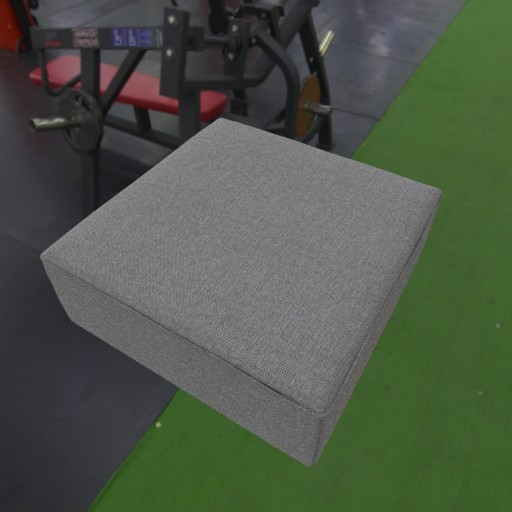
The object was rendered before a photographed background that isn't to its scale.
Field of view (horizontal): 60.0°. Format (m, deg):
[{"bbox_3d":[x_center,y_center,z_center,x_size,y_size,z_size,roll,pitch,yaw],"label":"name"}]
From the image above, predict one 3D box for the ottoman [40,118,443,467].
[{"bbox_3d":[0.000,0.000,1.620,1.017,0.423,1.023,25,51,21],"label":"ottoman"}]
